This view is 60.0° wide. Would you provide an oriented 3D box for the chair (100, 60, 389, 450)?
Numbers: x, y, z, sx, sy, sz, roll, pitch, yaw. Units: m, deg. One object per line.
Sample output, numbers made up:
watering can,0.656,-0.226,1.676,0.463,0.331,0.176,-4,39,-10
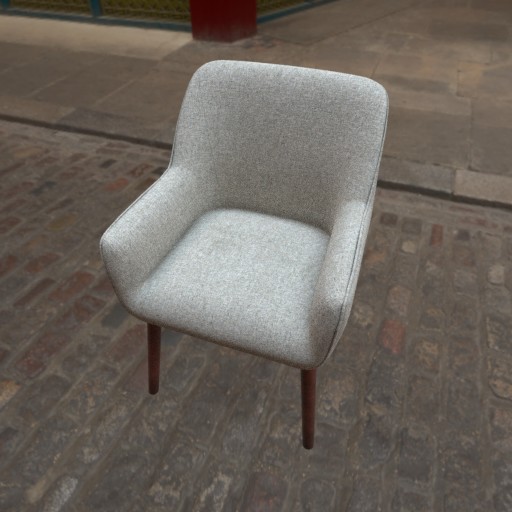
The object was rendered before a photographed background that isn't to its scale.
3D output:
chair,0.000,0.000,1.141,0.543,0.803,0.519,14,42,15
